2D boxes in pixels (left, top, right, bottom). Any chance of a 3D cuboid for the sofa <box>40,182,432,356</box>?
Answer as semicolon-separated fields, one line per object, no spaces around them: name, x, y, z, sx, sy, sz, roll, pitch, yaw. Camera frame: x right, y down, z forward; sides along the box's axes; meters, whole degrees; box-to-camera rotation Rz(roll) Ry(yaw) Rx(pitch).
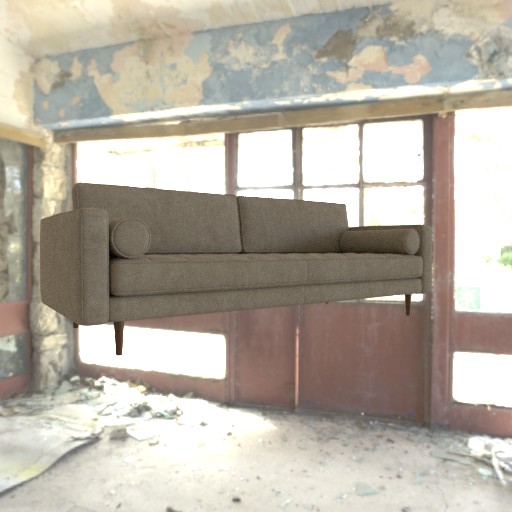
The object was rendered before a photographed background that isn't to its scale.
sofa;0.000;0.000;2.607;2.200;0.770;0.919;-1;1;-35
